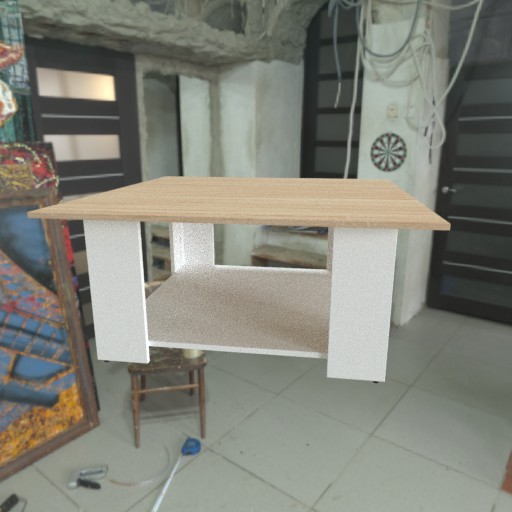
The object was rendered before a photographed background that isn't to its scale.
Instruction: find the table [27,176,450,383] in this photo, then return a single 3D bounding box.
[{"bbox_3d":[0.000,0.000,1.048,0.670,0.305,0.670,2,15,8],"label":"table"}]
